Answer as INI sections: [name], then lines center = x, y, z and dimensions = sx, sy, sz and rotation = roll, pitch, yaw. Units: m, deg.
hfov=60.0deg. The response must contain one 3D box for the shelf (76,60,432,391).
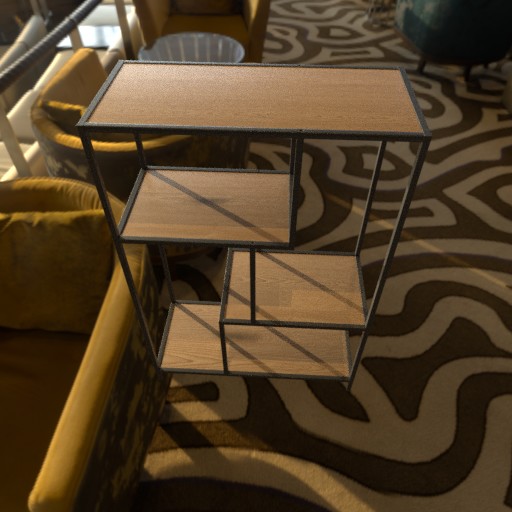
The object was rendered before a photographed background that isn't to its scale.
[shelf]
center = 0.000, 0.000, 1.487
dimensions = 0.770, 1.138, 0.350
rotation = 2, 46, 2
